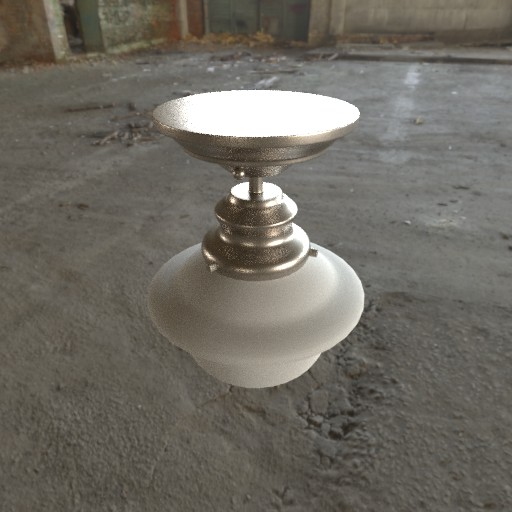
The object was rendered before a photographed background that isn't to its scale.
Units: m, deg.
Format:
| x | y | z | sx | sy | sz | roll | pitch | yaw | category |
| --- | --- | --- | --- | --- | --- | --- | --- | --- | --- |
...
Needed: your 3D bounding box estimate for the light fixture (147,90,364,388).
| x | y | z | sx | sy | sz | roll | pitch | yaw | category |
| --- | --- | --- | --- | --- | --- | --- | --- | --- | --- |
| 0.000 | 0.000 | 0.394 | 0.199 | 0.254 | 0.199 | 0 | 30 | 0 | light fixture |
